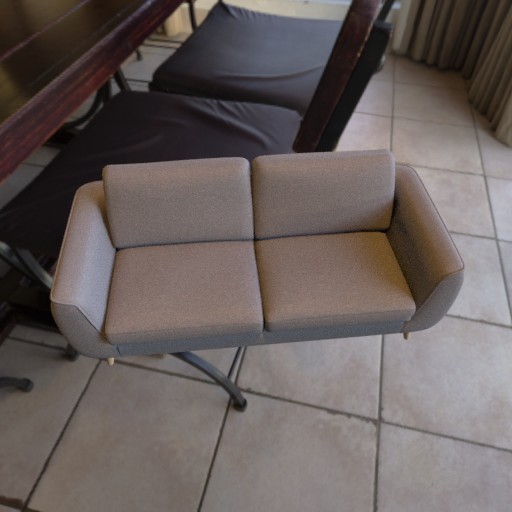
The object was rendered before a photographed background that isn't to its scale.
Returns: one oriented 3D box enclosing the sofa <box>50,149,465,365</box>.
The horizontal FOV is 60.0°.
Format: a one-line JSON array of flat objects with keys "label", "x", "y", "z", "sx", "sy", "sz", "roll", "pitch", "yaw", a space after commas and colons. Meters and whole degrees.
[{"label": "sofa", "x": 0.000, "y": 0.000, "z": 2.524, "sx": 2.000, "sy": 0.870, "sz": 0.920, "roll": -4, "pitch": 48, "yaw": -4}]
